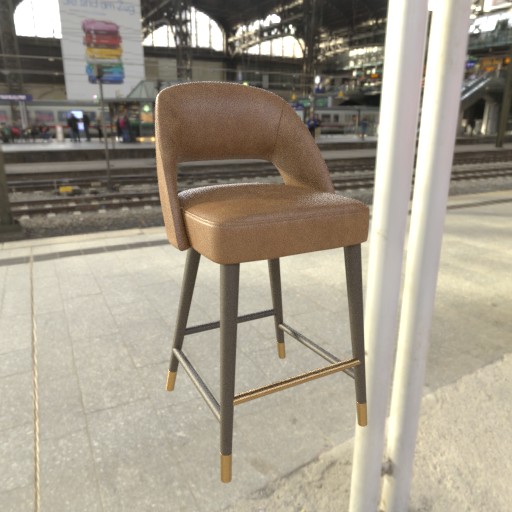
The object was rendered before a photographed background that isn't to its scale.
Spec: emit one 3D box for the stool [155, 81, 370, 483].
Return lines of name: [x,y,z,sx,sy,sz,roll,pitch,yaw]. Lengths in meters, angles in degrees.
stool: [0.000,0.000,1.233,0.494,0.940,0.509,-9,19,-27]
